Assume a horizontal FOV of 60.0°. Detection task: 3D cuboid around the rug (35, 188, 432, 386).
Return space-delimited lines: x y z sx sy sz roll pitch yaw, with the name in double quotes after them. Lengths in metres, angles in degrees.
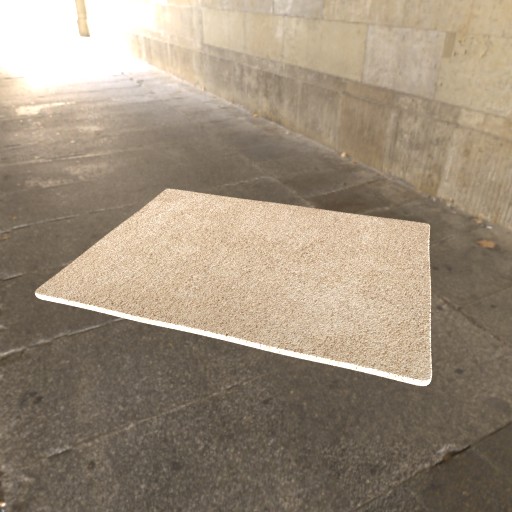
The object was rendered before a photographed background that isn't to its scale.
0.000 0.000 2.146 1.600 0.025 1.199 10 33 15 "rug"
